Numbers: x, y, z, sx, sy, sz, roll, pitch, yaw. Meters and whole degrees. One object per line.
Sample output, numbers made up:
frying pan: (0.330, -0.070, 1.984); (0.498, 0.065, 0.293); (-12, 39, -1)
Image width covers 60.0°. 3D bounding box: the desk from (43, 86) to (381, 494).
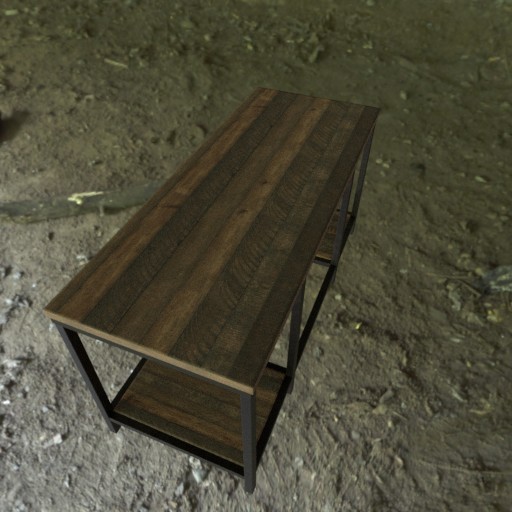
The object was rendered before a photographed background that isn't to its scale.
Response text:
desk: (0.000, 0.000, 1.889); (0.617, 0.753, 1.538); (16, 46, 16)
